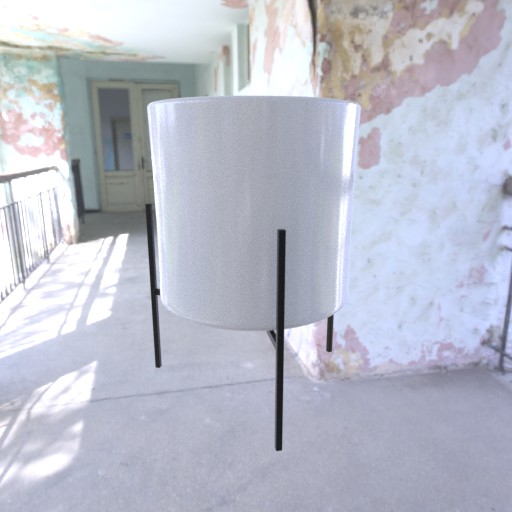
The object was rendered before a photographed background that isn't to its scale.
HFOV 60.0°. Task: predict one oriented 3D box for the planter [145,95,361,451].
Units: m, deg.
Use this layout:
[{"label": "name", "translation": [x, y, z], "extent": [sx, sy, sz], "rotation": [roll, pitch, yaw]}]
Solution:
[{"label": "planter", "translation": [0.000, 0.000, 0.740], "extent": [0.360, 0.480, 0.361], "rotation": [-3, 15, -10]}]
